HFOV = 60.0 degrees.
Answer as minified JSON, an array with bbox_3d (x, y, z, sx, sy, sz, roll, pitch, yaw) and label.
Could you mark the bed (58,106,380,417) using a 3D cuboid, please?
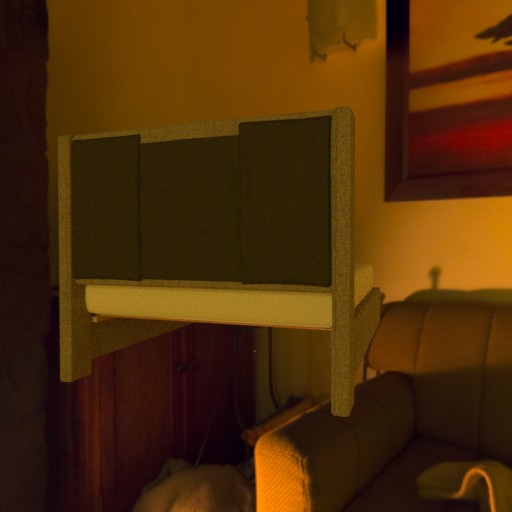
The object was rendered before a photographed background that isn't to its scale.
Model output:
[{"bbox_3d":[0.000,0.000,3.408,1.714,1.481,2.245,0,1,19],"label":"bed"}]
